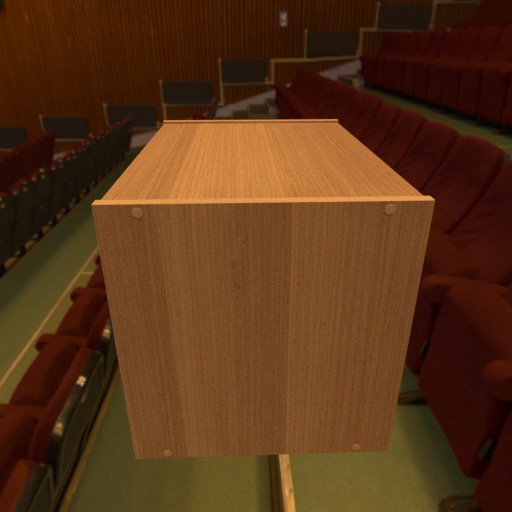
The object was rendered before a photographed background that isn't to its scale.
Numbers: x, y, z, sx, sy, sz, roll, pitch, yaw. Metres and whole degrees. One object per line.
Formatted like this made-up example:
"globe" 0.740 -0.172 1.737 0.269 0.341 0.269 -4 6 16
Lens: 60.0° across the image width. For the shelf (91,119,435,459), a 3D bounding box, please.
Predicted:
"shelf" 0.000 0.000 0.626 0.290 0.305 0.415 -1 26 -2
